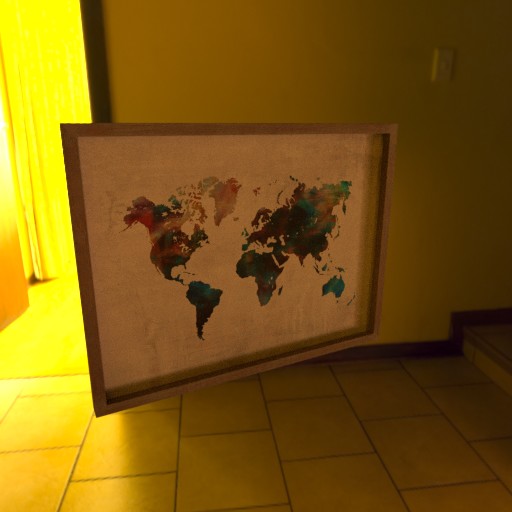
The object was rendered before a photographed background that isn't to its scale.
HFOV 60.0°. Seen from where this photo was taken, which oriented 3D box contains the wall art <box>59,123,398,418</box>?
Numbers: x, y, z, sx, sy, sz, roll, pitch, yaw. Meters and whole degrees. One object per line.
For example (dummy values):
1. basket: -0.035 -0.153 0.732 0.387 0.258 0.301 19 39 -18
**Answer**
1. wall art: 0.000 0.000 1.758 1.320 1.009 0.070 -8 18 -26
